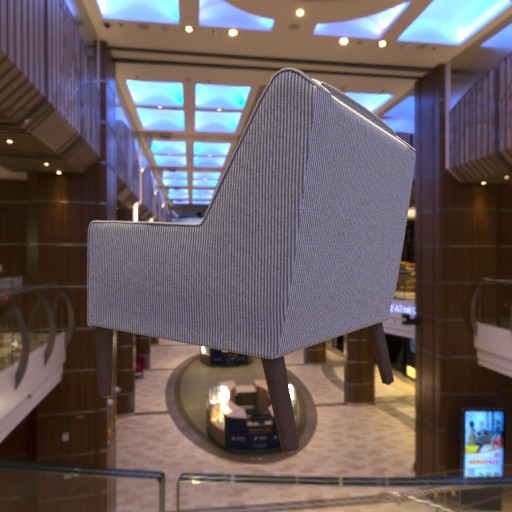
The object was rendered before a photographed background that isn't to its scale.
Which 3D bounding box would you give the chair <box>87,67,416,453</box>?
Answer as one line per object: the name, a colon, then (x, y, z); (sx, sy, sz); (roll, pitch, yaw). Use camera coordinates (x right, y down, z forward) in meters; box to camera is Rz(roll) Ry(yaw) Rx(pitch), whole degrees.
chair: (0.000, 0.000, 1.302); (0.743, 0.792, 0.663); (0, 0, 36)
